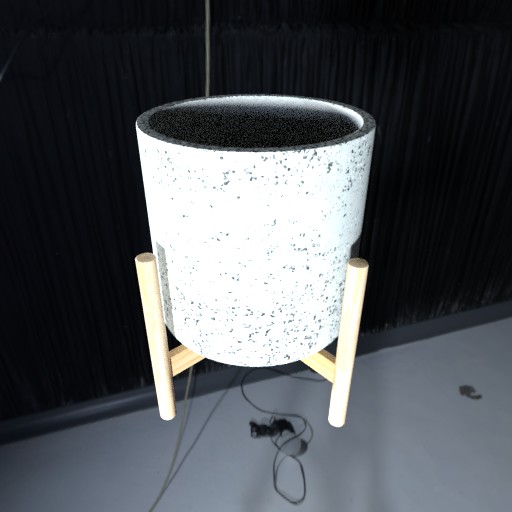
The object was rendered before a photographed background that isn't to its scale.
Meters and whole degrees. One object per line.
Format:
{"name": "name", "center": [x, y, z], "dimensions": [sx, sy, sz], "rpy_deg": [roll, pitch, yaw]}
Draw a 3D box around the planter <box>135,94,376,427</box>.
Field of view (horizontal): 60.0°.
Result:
{"name": "planter", "center": [0.000, 0.000, 0.680], "dimensions": [0.360, 0.419, 0.360], "rpy_deg": [-10, 32, -17]}
